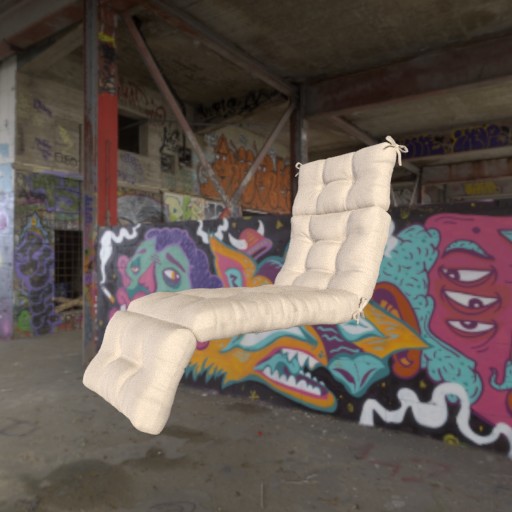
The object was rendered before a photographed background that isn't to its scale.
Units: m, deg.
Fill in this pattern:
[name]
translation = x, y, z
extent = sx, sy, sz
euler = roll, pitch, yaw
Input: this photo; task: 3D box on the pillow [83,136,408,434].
[pillow]
translation = 0.000, 0.000, 1.505
extent = 1.016, 0.863, 0.526
euler = 1, -1, -36
